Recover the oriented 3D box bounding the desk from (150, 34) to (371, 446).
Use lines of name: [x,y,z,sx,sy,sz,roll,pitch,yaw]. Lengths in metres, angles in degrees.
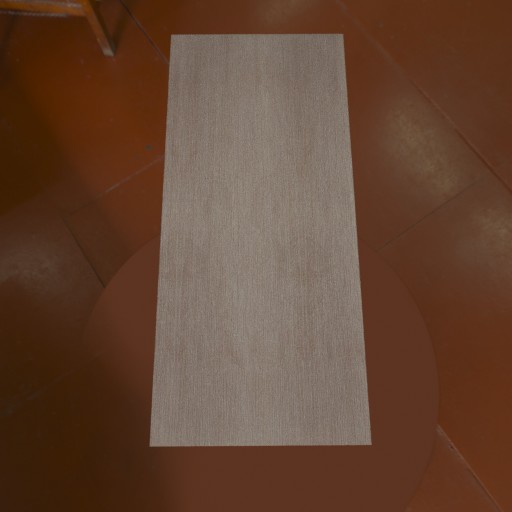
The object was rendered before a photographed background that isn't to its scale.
desk: [0.000,0.000,1.414,0.470,0.762,1.016,0,75,0]
